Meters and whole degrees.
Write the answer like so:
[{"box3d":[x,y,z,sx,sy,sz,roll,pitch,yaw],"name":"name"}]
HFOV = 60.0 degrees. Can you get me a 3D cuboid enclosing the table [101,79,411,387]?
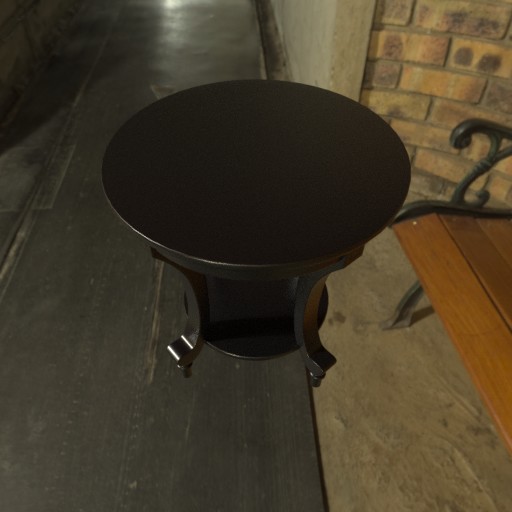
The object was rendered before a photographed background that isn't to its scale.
[{"box3d":[0.000,0.000,1.101,0.597,0.618,0.597,0,48,0],"name":"table"}]
